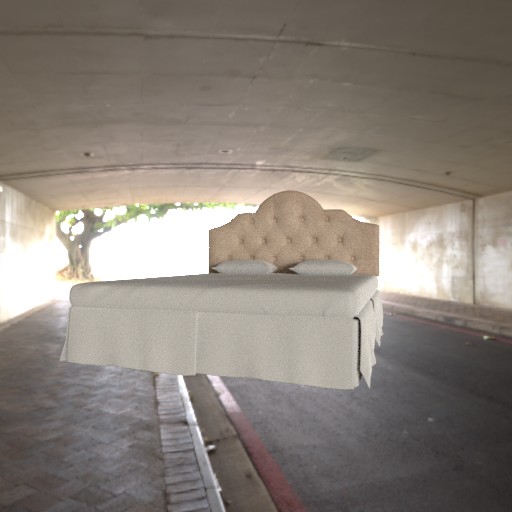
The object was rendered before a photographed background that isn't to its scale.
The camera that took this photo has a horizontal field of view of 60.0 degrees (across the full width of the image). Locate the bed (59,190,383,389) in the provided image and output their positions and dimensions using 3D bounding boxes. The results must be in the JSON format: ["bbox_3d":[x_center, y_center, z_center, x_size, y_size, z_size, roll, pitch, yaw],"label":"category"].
[{"bbox_3d":[0.000,0.000,3.091,1.667,1.194,1.970,0,0,18],"label":"bed"}]
